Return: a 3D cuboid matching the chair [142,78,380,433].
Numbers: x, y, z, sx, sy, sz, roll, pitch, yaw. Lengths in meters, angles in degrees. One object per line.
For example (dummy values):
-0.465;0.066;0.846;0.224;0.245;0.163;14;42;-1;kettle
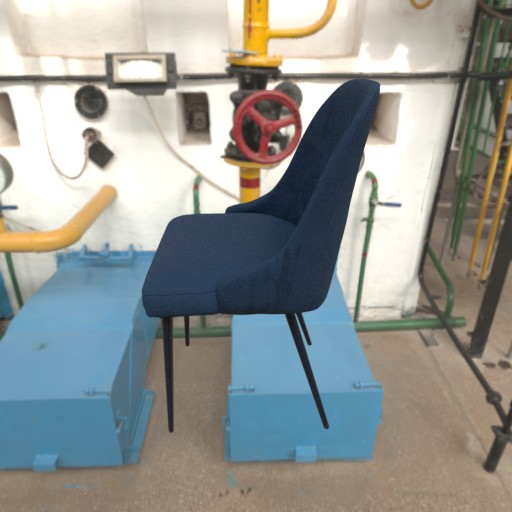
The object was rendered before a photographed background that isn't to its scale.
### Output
0.000;0.000;1.220;0.559;0.896;0.478;0;27;-1;chair
